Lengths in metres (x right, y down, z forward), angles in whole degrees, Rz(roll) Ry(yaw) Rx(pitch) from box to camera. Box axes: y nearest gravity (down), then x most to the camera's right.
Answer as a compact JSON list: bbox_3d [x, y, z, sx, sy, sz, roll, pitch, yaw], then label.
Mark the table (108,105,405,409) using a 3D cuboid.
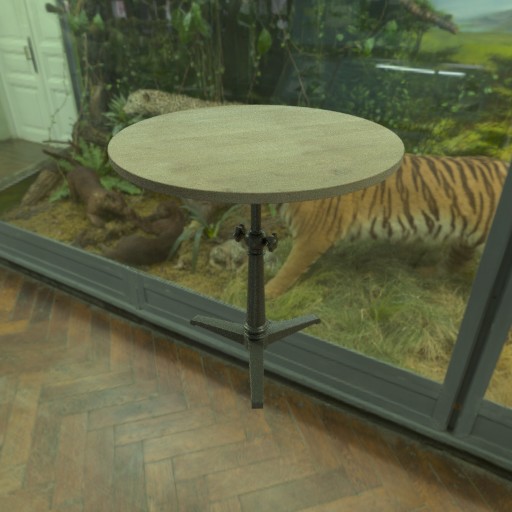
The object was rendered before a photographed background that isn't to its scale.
[{"bbox_3d":[0.000,0.000,1.442,0.800,0.780,0.800,0,31,0],"label":"table"}]
